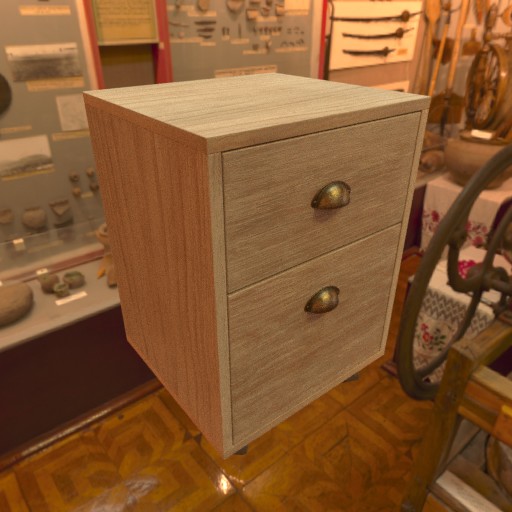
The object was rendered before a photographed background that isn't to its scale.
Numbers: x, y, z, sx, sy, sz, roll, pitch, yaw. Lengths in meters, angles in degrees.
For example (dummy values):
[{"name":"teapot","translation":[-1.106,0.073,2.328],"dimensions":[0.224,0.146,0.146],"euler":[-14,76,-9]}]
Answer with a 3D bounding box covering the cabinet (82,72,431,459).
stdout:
[{"name":"cabinet","translation":[0.000,0.000,0.837],"dimensions":[0.409,0.579,0.401],"euler":[-21,35,-32]}]
